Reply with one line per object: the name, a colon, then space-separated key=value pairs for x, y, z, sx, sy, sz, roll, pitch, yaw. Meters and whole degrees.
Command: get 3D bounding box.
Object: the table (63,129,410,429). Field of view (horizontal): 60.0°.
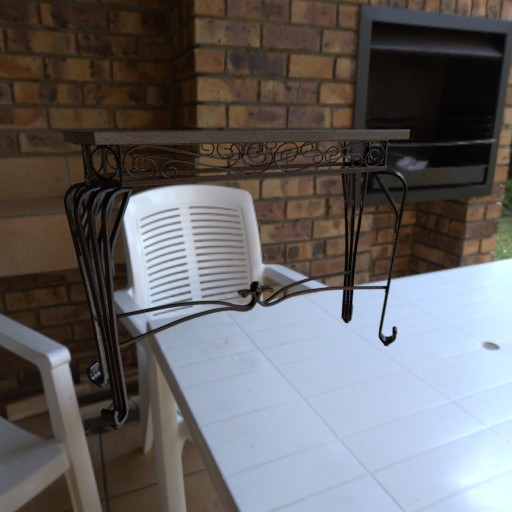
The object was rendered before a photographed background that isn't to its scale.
table: x=0.000 y=0.000 z=1.466 sx=1.112 sy=0.800 sz=0.329 roll=-9 pitch=18 yaw=-27
